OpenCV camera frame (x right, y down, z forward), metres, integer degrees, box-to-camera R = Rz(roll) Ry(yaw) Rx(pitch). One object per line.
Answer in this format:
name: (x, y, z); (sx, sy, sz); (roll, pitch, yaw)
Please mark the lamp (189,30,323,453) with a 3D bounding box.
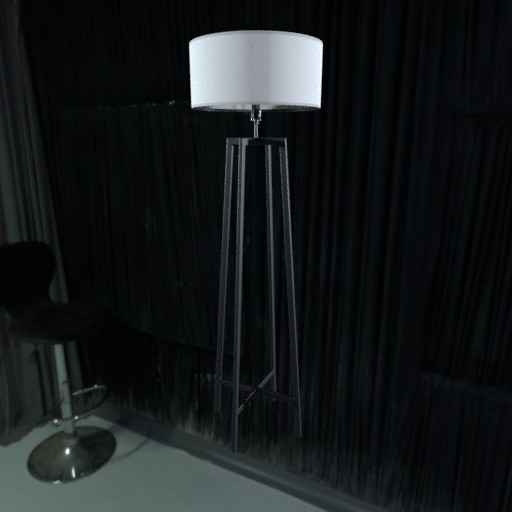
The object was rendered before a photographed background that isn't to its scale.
lamp: (0.000, 0.000, 1.733); (0.456, 1.510, 0.457); (7, 17, 25)
